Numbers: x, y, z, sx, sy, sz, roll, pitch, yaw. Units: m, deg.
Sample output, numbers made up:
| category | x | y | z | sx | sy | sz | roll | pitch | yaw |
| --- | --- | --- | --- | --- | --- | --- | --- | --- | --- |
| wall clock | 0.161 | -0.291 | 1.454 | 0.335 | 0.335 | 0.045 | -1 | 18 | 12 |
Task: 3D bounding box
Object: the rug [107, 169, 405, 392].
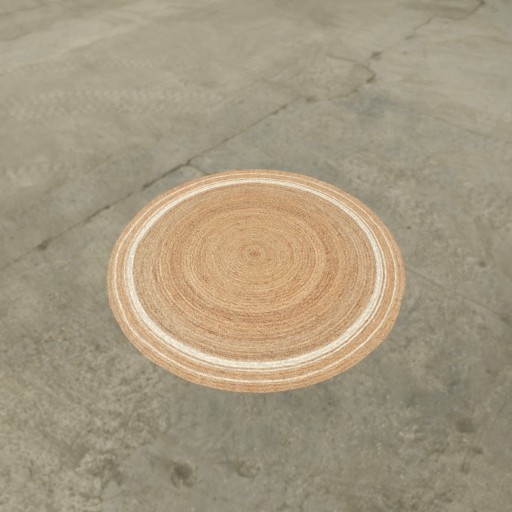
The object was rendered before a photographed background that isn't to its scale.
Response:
| category | x | y | z | sx | sy | sz | roll | pitch | yaw |
| --- | --- | --- | --- | --- | --- | --- | --- | --- | --- |
| rug | 0.000 | 0.000 | 3.727 | 2.444 | 0.015 | 2.444 | 0 | 47 | 0 |
